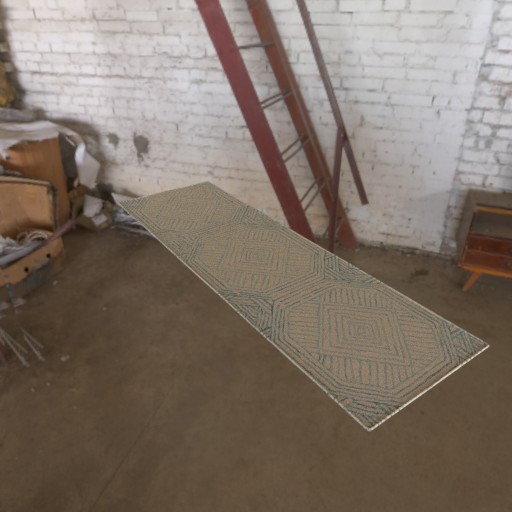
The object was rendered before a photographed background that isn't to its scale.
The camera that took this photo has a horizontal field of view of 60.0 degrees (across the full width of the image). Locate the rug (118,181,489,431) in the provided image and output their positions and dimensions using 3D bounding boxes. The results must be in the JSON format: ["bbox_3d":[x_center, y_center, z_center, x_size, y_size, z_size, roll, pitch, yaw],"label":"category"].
[{"bbox_3d":[0.000,0.000,2.610,0.775,0.012,2.452,-20,36,-30],"label":"rug"}]
